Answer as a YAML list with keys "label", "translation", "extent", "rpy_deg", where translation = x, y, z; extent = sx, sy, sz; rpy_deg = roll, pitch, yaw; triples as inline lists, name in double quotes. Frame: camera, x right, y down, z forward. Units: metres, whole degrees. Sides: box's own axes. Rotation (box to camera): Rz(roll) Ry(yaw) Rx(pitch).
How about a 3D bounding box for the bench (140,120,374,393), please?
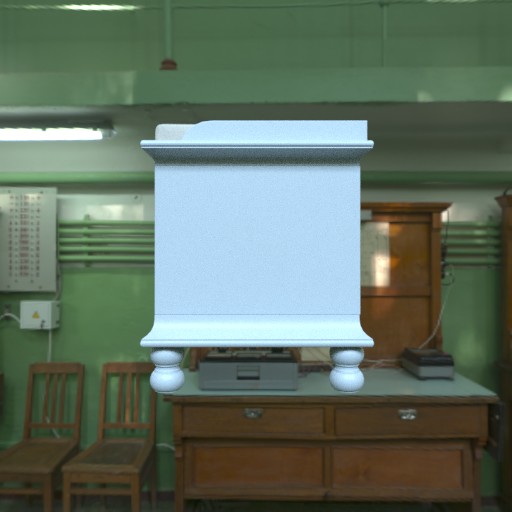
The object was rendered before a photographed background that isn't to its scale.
- label: "bench"
  translation: [0.000, 0.000, 1.354]
  extent: [0.402, 0.486, 1.185]
  rpy_deg: [0, 0, 0]
